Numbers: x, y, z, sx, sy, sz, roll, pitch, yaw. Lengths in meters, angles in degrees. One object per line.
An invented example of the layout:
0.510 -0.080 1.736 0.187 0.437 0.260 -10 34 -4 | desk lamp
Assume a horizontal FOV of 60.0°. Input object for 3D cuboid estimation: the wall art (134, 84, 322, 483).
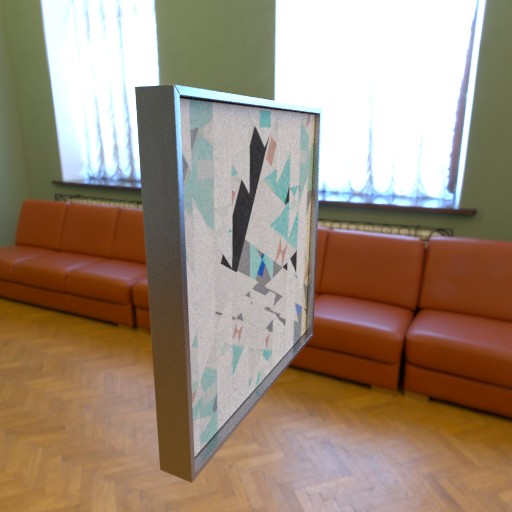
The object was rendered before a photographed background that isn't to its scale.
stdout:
0.000 0.000 0.528 0.038 0.350 0.350 7 17 25 | wall art
